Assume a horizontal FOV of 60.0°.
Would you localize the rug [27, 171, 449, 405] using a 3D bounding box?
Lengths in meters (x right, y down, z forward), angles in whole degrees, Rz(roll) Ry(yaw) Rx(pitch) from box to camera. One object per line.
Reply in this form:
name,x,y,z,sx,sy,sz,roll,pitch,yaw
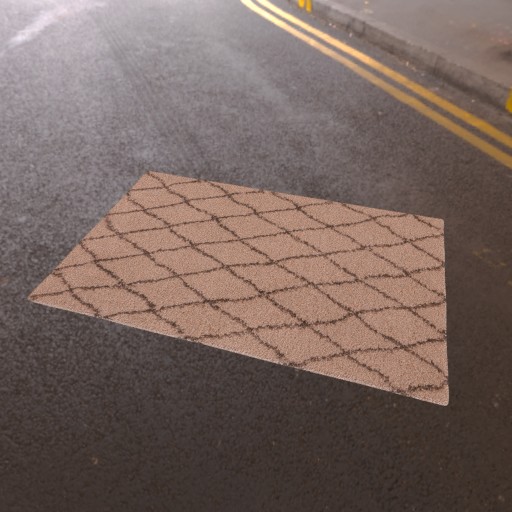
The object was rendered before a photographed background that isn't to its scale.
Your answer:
rug,0.000,0.000,3.367,2.743,0.030,1.778,11,42,13
